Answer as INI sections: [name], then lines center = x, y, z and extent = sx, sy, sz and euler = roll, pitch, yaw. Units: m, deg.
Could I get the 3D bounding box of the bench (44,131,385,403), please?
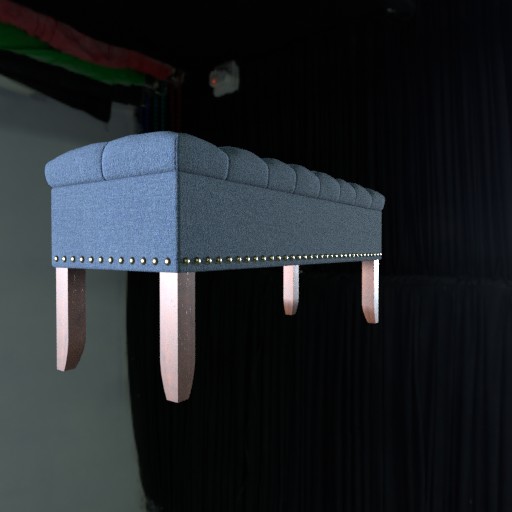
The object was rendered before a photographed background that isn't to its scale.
[bench]
center = 0.000, 0.000, 1.289
extent = 0.417, 0.492, 1.052
euler = 1, 1, 35
